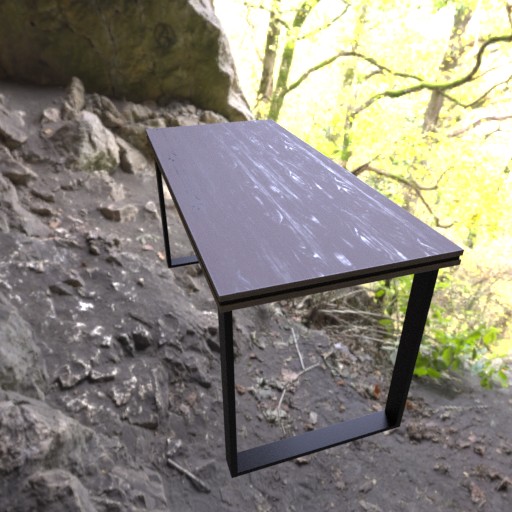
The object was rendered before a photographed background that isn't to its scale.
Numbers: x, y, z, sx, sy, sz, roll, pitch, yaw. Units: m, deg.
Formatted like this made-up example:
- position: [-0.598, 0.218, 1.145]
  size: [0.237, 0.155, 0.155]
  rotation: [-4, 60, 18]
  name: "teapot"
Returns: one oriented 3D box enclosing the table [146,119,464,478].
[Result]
- position: [0.000, 0.000, 2.243]
  size: [0.795, 0.899, 1.778]
  rotation: [-10, 32, -16]
  name: "table"
